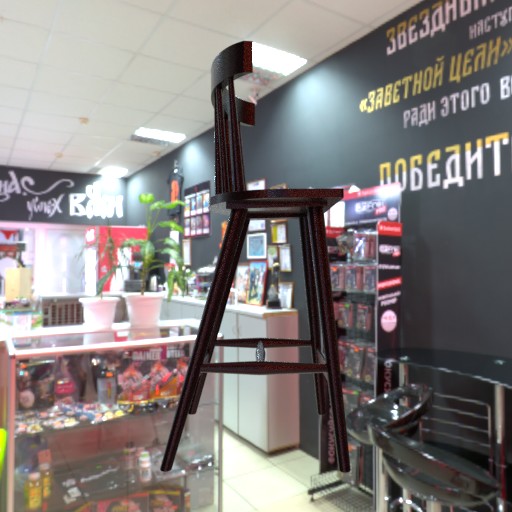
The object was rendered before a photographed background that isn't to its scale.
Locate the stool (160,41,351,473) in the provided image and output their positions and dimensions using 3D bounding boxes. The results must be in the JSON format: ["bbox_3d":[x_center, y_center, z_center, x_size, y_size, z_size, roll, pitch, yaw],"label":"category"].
[{"bbox_3d":[0.000,0.000,1.345,0.483,1.092,0.482,0,-1,1],"label":"stool"}]
